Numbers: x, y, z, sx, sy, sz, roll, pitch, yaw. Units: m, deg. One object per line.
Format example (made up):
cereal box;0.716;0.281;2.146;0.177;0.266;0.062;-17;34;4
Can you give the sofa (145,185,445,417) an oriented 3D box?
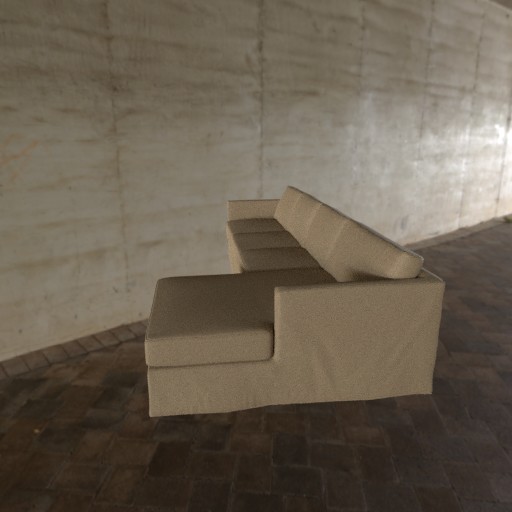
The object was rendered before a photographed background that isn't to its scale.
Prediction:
sofa;0.000;0.000;3.830;1.622;0.871;3.206;-2;16;-8
